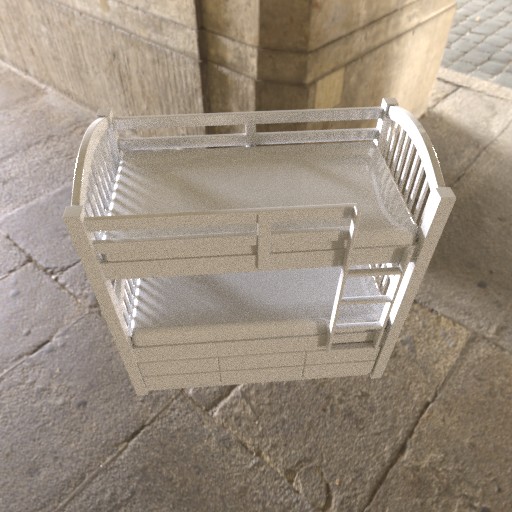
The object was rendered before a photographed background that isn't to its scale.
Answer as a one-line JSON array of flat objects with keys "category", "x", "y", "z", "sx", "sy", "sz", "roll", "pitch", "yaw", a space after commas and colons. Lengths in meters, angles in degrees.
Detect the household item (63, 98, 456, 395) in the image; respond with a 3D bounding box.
[{"category": "household item", "x": 0.000, "y": 0.000, "z": 3.306, "sx": 2.032, "sy": 2.032, "sz": 1.143, "roll": -3, "pitch": 47, "yaw": -3}]
